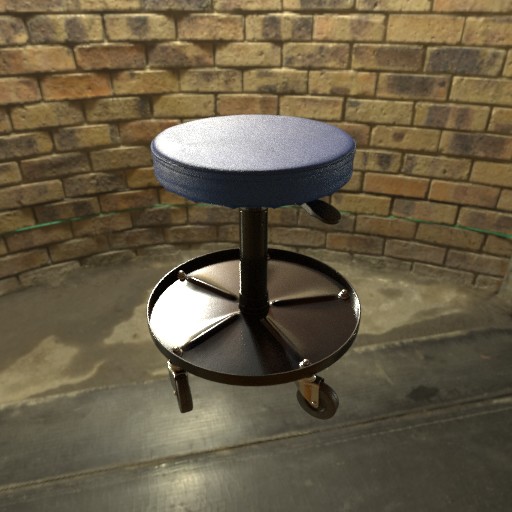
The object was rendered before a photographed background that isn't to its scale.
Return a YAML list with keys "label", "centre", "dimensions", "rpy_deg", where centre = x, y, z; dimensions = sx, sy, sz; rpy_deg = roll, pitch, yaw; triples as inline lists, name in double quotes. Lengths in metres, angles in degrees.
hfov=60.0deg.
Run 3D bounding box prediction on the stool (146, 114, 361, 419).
- label: "stool"
  centre: [0.000, 0.000, 0.681]
  dimensions: [0.382, 0.365, 0.381]
  rpy_deg: [23, 37, 33]
